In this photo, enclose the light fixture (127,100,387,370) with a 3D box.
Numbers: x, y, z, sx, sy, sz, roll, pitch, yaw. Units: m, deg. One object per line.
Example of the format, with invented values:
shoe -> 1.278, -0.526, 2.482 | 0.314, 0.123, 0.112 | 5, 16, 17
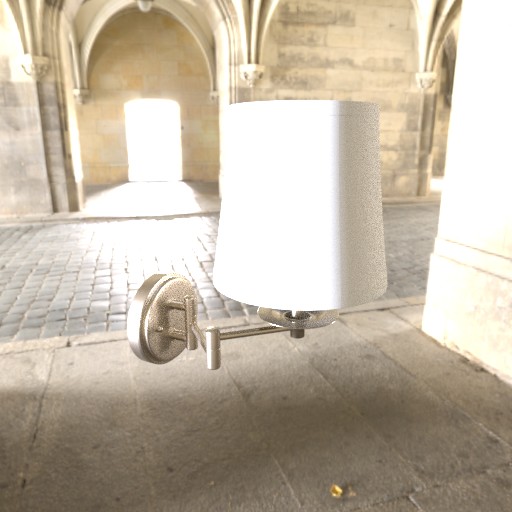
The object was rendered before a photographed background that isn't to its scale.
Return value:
light fixture -> 0.000, 0.000, 0.601 | 0.348, 0.381, 0.223 | 7, 16, 25
